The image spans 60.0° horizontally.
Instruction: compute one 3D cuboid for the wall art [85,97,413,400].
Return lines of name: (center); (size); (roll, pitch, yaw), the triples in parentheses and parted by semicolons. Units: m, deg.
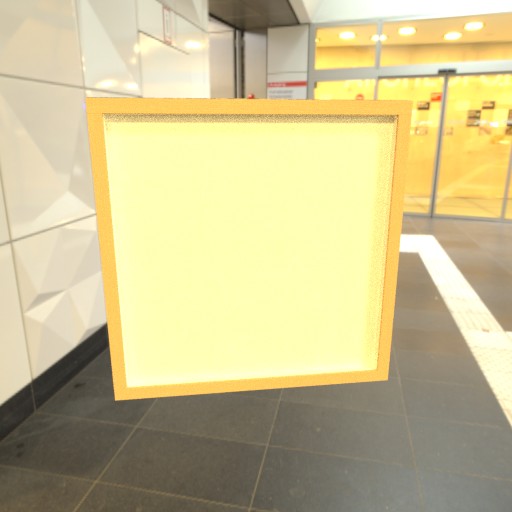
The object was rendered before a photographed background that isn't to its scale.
wall art: (0.000, 0.000, 1.365); (0.914, 0.914, 0.038); (-2, 16, -7)
